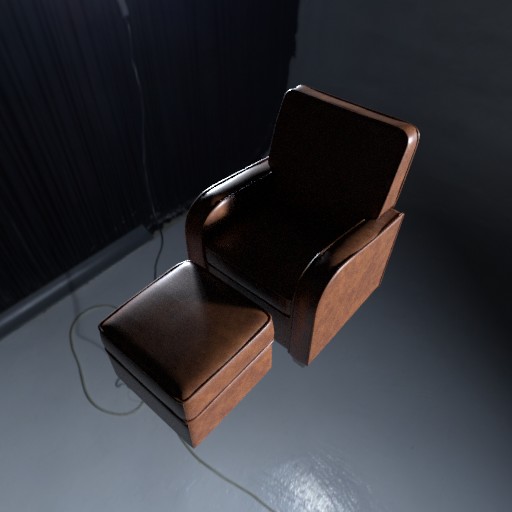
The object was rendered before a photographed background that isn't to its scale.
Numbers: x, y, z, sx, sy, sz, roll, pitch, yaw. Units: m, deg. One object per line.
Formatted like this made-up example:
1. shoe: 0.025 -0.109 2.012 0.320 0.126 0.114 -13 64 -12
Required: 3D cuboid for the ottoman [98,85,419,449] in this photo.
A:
1. ottoman: 0.000 0.000 1.869 0.732 0.904 1.314 32 53 27
